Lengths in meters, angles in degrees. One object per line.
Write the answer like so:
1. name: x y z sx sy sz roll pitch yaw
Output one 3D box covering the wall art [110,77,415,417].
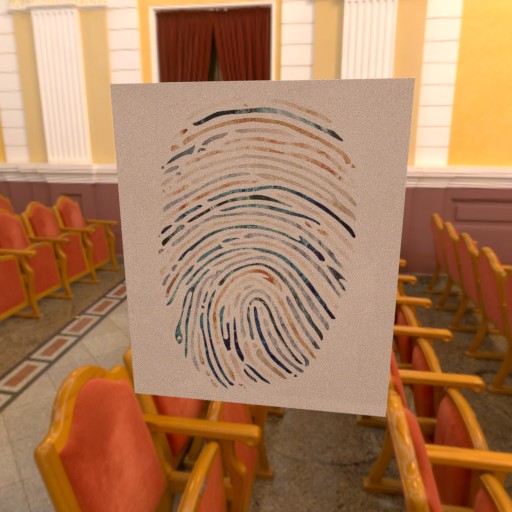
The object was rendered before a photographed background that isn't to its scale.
1. wall art: 0.000 0.000 0.824 0.508 0.606 0.037 2 15 9
